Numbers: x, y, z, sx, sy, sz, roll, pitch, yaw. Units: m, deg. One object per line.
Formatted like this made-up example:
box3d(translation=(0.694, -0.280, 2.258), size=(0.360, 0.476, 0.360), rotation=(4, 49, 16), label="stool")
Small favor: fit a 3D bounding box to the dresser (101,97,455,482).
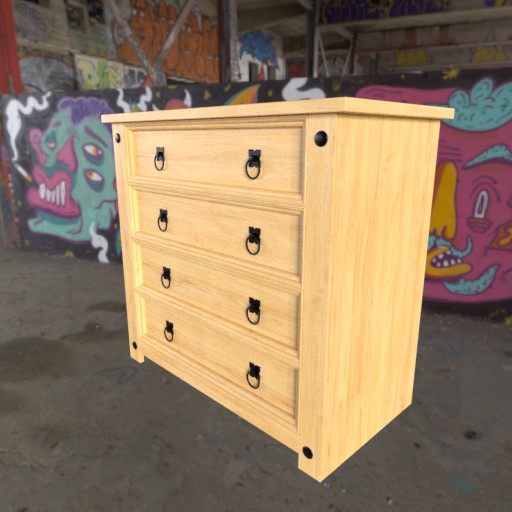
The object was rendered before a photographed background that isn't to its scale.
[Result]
box3d(translation=(0.000, 0.000, 1.181), size=(0.410, 0.730, 0.800), rotation=(-14, 21, -43), label="dresser")
